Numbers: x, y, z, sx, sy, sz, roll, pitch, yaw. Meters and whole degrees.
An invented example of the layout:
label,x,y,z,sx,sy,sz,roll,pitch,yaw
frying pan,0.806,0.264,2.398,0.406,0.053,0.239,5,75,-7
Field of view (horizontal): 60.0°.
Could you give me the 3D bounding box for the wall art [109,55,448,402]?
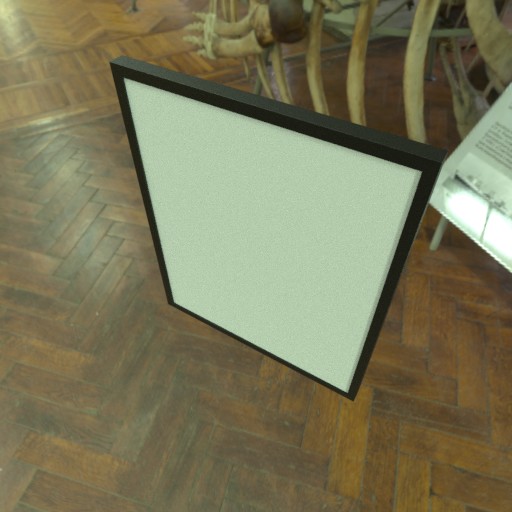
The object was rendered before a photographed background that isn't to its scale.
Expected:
label,x,y,z,sx,sy,sz,roll,pitch,yaw
wall art,0.000,0.000,0.529,0.325,0.397,0.018,24,52,20
